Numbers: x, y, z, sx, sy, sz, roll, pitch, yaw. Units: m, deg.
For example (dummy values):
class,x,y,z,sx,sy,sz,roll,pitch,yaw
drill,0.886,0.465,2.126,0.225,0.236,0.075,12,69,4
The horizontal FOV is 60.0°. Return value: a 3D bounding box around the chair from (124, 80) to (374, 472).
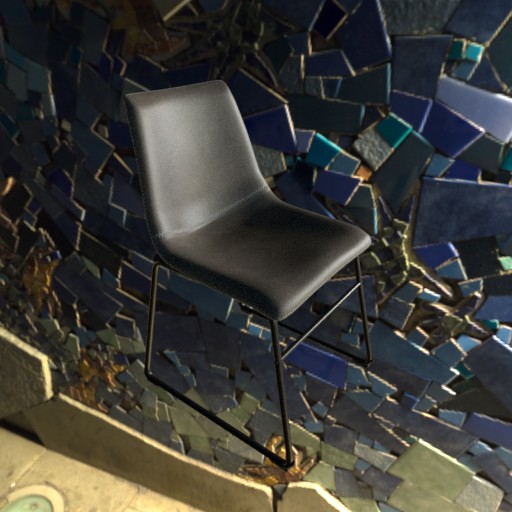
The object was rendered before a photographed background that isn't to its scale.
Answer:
class,x,y,z,sx,sy,sz,roll,pitch,yaw
chair,0.000,0.000,1.142,0.550,0.780,0.460,20,35,32
